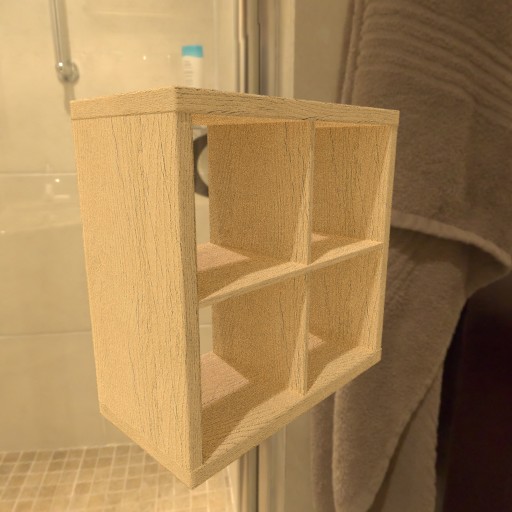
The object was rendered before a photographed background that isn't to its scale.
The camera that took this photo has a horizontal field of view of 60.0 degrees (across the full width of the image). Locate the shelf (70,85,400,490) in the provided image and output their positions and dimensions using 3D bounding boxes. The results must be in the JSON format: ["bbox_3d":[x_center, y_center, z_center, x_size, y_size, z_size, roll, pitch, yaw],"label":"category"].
[{"bbox_3d":[0.000,0.000,1.226,0.390,0.786,0.790,13,19,42],"label":"shelf"}]
